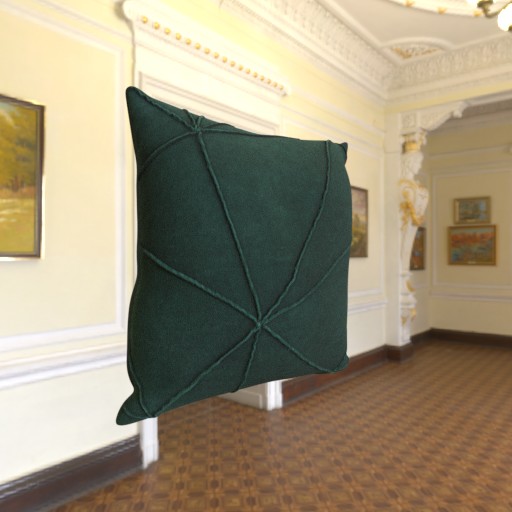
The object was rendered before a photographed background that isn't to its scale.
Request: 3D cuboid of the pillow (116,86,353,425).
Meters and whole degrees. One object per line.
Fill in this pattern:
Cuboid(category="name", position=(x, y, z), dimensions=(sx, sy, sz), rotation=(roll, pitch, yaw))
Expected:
Cuboid(category="pillow", position=(0.000, 0.000, 0.696), dimensions=(0.439, 0.440, 0.184), rotation=(0, 0, -37))
